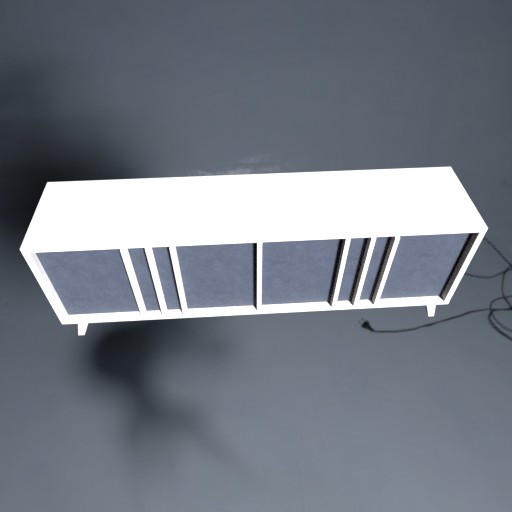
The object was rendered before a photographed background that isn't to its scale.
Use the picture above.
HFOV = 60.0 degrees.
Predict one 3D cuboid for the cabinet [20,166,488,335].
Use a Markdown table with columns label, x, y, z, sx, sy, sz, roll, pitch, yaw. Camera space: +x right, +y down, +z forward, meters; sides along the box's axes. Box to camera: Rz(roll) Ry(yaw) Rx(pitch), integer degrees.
| label | x | y | z | sx | sy | sz | roll | pitch | yaw |
| --- | --- | --- | --- | --- | --- | --- | --- | --- | --- |
| cabinet | 0.000 | 0.000 | 2.528 | 2.198 | 0.779 | 0.499 | -3 | 47 | -2 |
